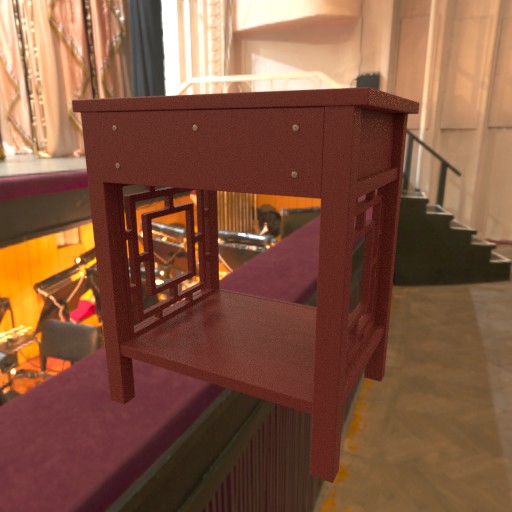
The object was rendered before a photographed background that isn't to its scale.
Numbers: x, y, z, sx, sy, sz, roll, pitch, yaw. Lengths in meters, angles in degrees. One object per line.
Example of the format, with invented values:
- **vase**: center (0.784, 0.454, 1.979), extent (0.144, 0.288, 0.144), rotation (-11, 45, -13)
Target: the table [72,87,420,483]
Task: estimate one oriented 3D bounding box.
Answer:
- **table**: center (0.000, 0.000, 1.039), extent (0.599, 0.686, 0.451), rotation (8, 18, 27)
